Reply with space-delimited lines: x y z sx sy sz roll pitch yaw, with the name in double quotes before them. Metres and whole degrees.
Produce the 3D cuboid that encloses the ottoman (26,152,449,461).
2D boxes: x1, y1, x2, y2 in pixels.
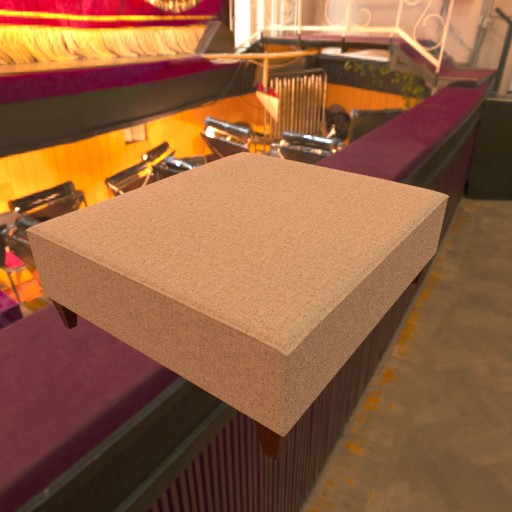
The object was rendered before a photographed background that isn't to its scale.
"ottoman" 0.000 0.000 1.203 0.736 0.303 0.835 19 34 32
